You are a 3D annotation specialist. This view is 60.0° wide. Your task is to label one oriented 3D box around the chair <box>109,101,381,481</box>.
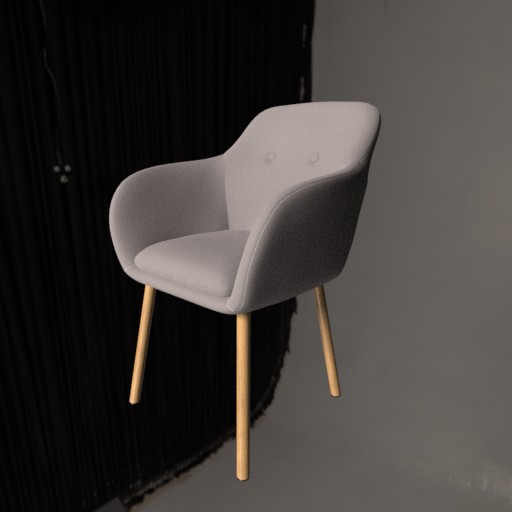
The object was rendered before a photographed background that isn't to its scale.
[{"bbox_3d":[0.000,0.000,1.220,0.570,0.830,0.590,13,20,41],"label":"chair"}]
